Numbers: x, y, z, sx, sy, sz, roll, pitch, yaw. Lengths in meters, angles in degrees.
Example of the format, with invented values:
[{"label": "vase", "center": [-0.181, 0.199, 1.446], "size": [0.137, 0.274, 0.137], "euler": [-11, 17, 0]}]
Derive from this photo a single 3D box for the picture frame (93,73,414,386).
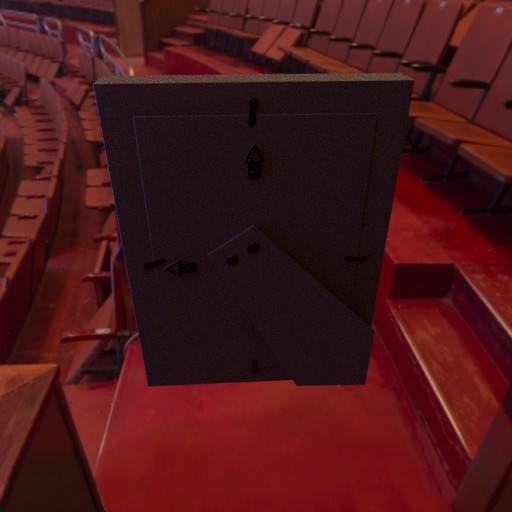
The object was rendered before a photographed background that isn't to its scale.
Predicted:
[{"label": "picture frame", "center": [0.000, 0.000, 0.276], "size": [0.157, 0.208, 0.028], "euler": [-2, 31, -3]}]
